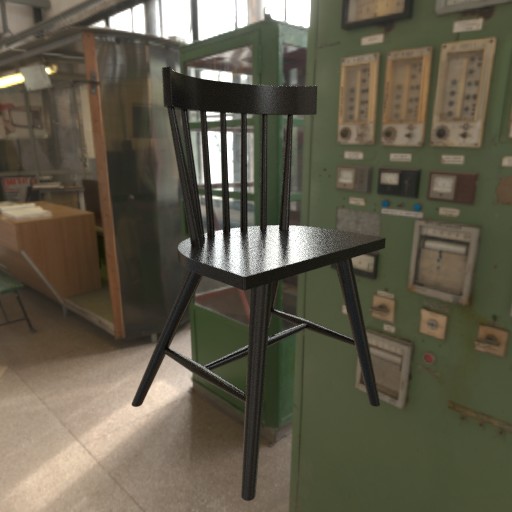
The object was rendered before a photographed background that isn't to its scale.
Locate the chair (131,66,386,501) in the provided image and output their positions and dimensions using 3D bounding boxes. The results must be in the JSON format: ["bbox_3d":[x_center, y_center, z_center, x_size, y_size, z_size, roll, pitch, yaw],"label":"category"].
[{"bbox_3d":[0.000,0.000,1.119,0.506,0.844,0.483,-13,20,-42],"label":"chair"}]
